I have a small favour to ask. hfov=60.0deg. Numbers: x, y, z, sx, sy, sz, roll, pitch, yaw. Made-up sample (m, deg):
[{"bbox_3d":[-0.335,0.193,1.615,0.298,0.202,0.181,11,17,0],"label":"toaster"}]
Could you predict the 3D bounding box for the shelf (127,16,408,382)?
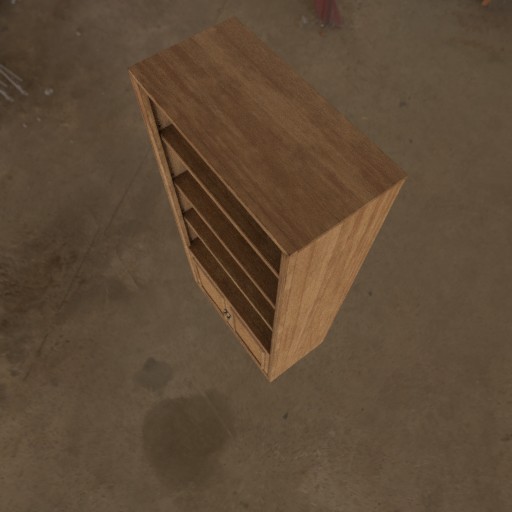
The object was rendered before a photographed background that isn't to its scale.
[{"bbox_3d":[0.000,0.000,2.236,0.453,1.930,0.864,-34,69,-15],"label":"shelf"}]
